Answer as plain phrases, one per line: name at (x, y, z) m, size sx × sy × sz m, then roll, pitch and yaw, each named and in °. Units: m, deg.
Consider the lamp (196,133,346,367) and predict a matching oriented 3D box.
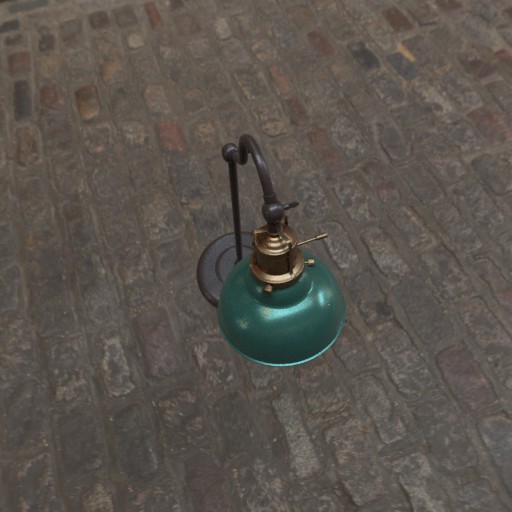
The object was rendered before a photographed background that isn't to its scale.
lamp at (0.000, 0.000, 0.692) m, size 0.192 × 0.508 × 0.374 m, roll -19°, pitch 65°, yaw -9°
